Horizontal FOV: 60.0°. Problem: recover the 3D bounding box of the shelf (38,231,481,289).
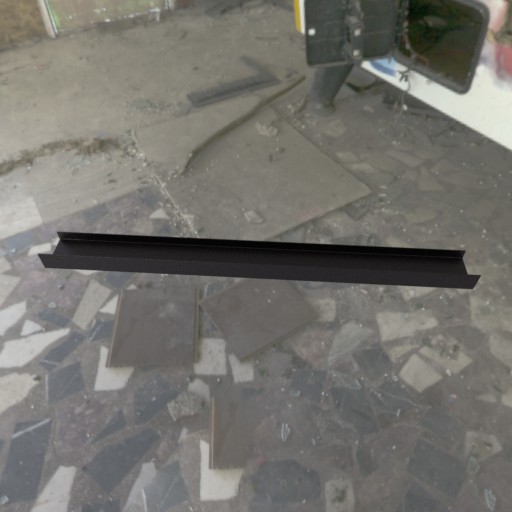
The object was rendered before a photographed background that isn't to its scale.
[{"bbox_3d":[0.000,0.000,0.969,0.924,0.049,0.092,3,48,2],"label":"shelf"}]
